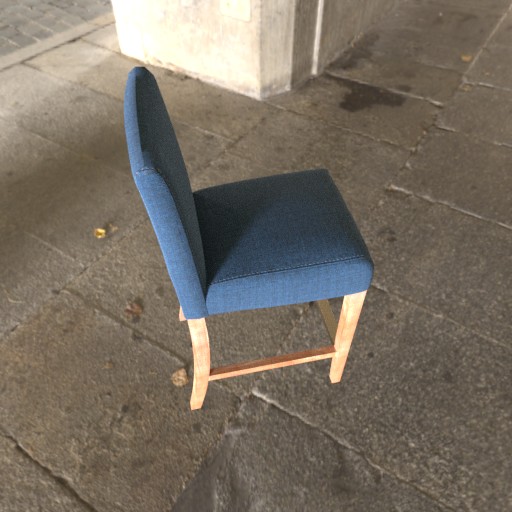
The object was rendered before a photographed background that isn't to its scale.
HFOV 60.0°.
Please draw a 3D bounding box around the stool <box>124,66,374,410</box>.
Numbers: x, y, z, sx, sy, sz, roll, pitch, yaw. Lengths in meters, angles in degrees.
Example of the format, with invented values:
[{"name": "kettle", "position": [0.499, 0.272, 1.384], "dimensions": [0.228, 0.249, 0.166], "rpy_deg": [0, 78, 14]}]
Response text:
[{"name": "stool", "position": [0.000, 0.000, 1.344], "dimensions": [0.567, 1.039, 0.454], "rpy_deg": [-9, 49, -8]}]
